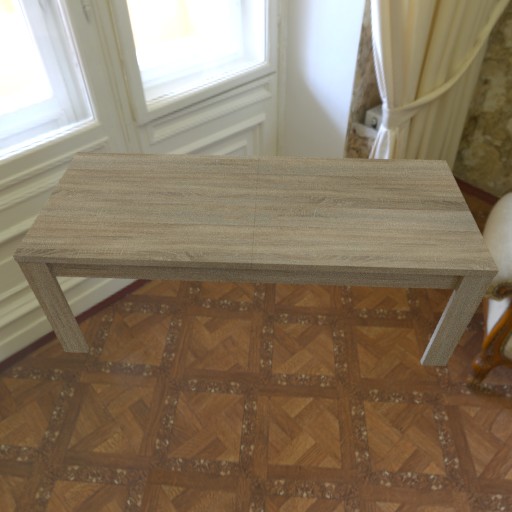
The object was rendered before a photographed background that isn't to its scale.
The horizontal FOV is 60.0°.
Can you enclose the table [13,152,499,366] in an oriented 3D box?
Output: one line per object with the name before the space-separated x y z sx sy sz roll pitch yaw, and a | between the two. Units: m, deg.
table | 0.000 0.000 2.601 2.200 0.790 0.900 2 44 2
